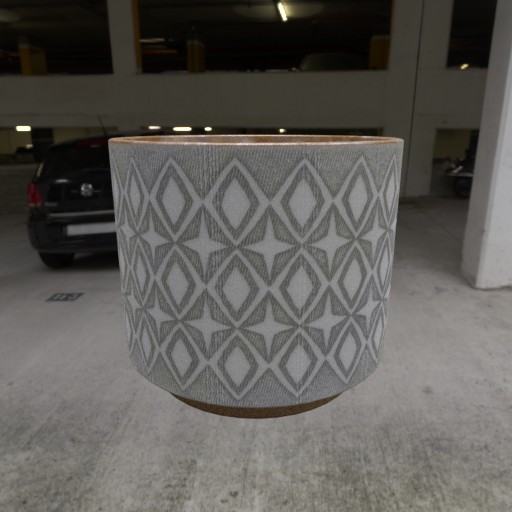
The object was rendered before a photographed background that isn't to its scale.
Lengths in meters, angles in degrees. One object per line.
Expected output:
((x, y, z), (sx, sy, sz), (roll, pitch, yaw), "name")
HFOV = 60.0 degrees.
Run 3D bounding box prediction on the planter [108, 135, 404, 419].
((0.000, 0.000, 0.432), (0.255, 0.223, 0.255), (0, 16, 0), "planter")
